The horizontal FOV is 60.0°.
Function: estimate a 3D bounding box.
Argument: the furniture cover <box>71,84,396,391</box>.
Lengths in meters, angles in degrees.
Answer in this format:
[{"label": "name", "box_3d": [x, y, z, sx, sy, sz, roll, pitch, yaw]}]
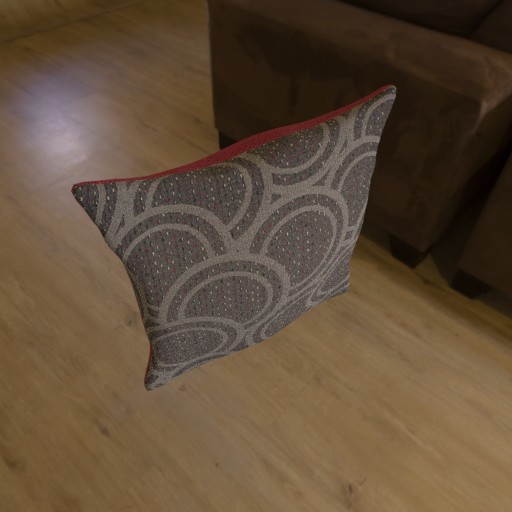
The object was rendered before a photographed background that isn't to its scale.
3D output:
[{"label": "furniture cover", "box_3d": [0.000, 0.000, 0.799, 0.514, 0.513, 0.163, -23, 51, -20]}]
